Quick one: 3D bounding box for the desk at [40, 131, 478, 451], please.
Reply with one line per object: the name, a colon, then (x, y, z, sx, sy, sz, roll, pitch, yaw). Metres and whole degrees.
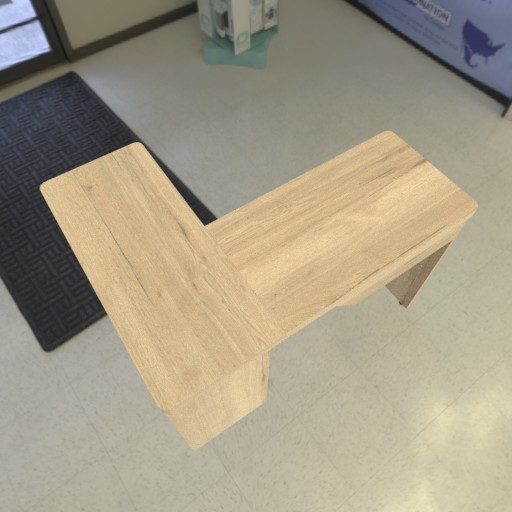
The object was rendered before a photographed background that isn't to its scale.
desk: (0.000, 0.000, 1.792, 1.169, 0.760, 0.900, -30, 63, -17)
